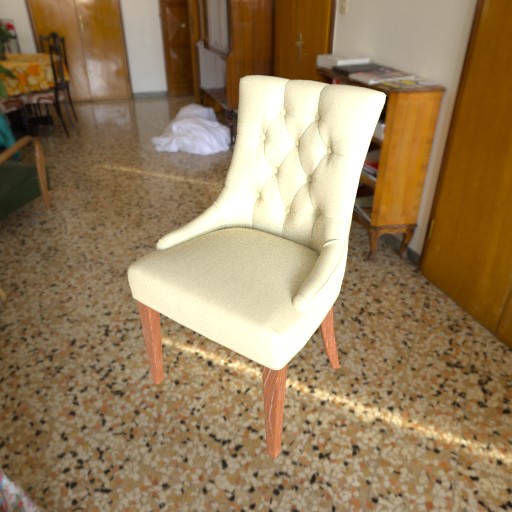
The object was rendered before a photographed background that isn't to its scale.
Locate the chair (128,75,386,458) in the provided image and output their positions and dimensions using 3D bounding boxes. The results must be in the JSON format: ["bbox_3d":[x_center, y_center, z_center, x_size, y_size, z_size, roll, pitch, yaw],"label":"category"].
[{"bbox_3d":[0.000,0.000,1.257,0.509,0.874,0.565,20,36,30],"label":"chair"}]
